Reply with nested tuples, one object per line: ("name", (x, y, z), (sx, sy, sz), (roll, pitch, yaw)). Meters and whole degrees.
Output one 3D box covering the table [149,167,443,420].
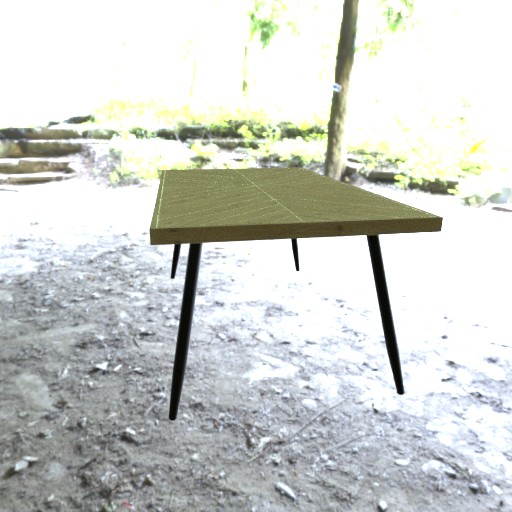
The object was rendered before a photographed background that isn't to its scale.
("table", (0.000, 0.000, 2.405), (0.991, 0.762, 1.803), (-3, 17, -10))
